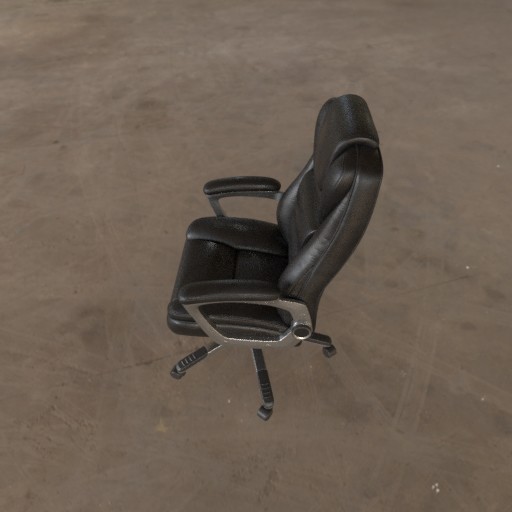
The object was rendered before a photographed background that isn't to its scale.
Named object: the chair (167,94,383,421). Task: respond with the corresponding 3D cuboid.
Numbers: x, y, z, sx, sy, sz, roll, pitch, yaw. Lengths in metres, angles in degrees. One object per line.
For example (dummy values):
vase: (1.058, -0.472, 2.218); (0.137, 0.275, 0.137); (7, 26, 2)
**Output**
chair: (0.000, 0.000, 1.576); (0.689, 1.075, 0.697); (2, 42, 2)
